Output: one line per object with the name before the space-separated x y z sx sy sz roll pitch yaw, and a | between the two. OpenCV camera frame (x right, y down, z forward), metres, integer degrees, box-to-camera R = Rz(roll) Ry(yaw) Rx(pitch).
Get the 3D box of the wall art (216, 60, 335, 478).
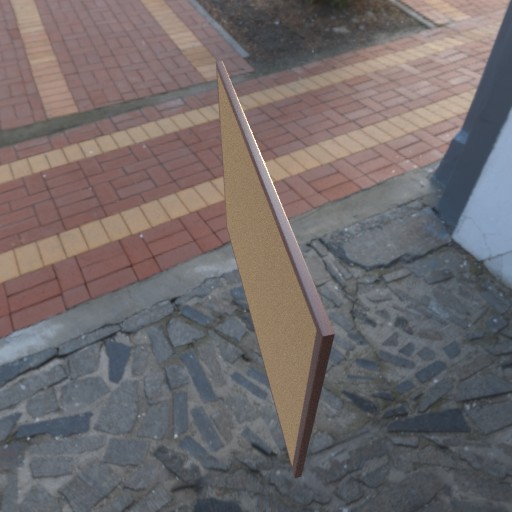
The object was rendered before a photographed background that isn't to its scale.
wall art | 0.000 0.000 0.834 0.014 0.455 0.660 -10 48 -9
